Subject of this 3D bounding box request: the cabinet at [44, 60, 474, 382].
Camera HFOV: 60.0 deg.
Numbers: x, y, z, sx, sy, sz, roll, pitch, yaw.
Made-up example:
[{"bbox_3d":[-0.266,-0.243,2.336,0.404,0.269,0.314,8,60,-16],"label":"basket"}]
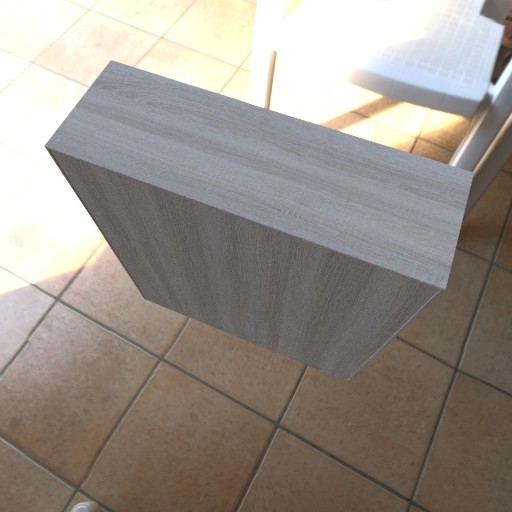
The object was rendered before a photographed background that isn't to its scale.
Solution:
[{"bbox_3d":[0.000,0.000,2.949,1.870,2.060,0.620,20,66,10],"label":"cabinet"}]
